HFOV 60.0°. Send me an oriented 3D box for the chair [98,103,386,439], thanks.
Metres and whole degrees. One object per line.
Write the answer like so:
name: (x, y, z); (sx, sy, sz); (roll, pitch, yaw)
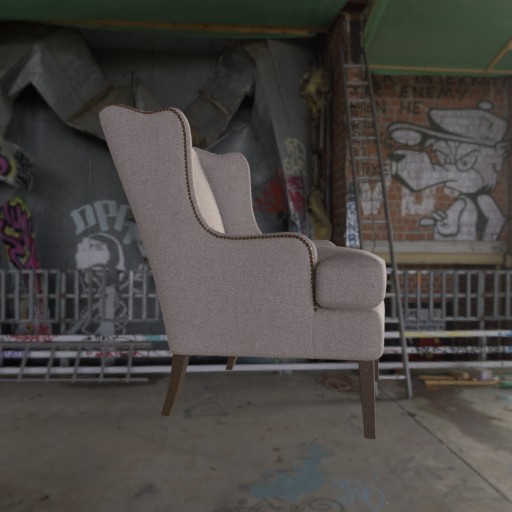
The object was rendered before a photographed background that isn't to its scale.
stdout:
chair: (0.000, 0.000, 1.665); (0.940, 1.029, 0.737); (0, 0, 16)
